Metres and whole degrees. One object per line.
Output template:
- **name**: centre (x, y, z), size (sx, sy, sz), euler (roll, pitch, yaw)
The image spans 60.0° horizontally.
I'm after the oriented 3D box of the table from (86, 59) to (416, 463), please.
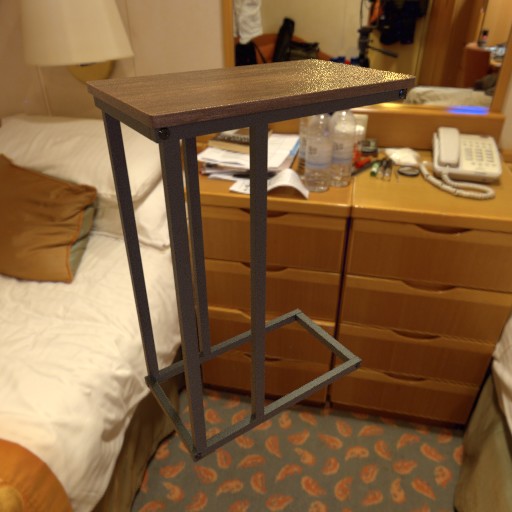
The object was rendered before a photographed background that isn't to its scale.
- **table**: centre (0.000, 0.000, 0.848), size (0.450, 0.637, 0.254), euler (-19, 36, -29)
